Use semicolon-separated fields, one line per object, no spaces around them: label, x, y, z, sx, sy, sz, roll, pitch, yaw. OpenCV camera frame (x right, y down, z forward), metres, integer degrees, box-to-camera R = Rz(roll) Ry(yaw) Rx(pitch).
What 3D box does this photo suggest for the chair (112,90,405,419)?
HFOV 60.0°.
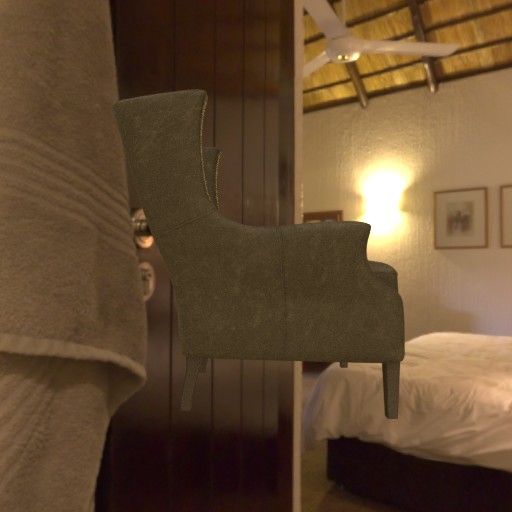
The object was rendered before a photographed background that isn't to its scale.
chair;0.000;0.000;1.725;0.926;1.016;0.853;0;-1;-1
